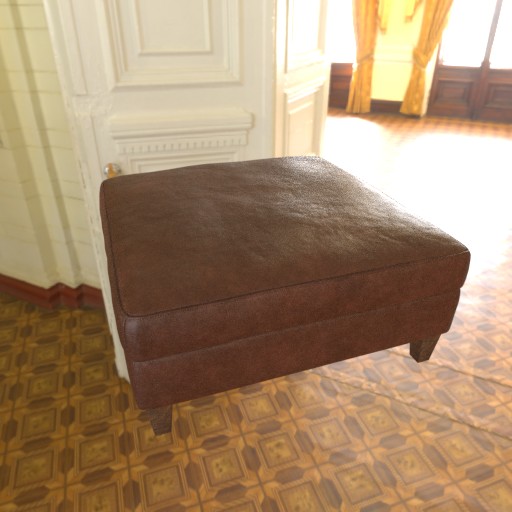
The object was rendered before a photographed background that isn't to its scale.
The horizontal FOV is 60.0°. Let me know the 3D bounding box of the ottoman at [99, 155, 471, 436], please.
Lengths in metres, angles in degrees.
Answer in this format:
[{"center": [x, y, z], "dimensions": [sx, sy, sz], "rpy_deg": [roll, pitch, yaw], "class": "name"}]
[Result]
[{"center": [0.000, 0.000, 1.333], "dimensions": [0.844, 0.415, 0.836], "rpy_deg": [-10, 31, -17], "class": "ottoman"}]
